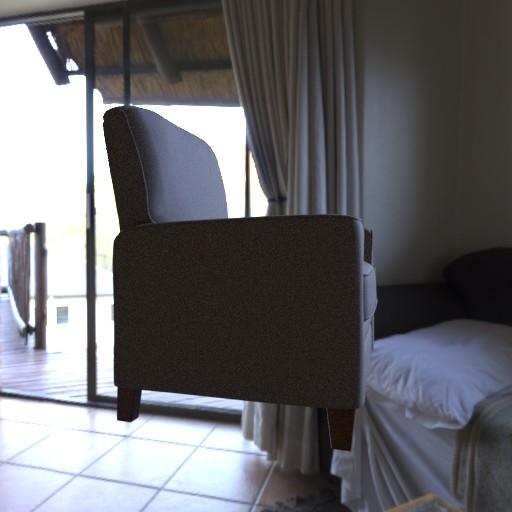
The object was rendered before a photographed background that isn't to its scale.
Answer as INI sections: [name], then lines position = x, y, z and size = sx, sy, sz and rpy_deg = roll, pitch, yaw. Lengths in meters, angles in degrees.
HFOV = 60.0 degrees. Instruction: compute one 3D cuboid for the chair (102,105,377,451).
[chair]
position = 0.000, 0.000, 1.634
size = 0.859, 1.023, 0.845
rpy_deg = 0, 1, 17
